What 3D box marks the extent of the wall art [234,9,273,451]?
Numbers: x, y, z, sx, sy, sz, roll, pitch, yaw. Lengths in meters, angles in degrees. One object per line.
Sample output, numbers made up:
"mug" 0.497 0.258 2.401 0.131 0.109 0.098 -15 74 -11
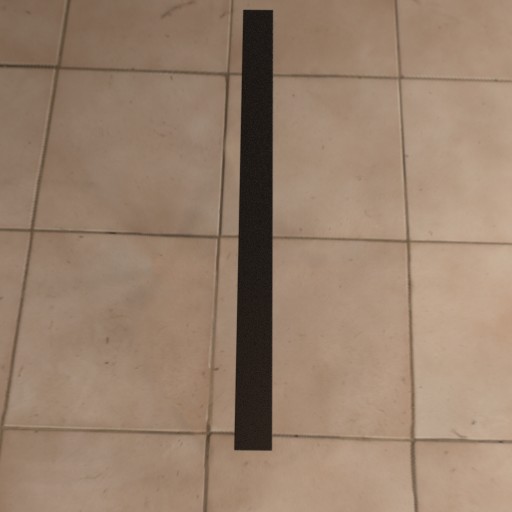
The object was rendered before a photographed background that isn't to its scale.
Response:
"wall art" 0.000 0.000 0.735 0.037 0.506 0.506 1 77 0
